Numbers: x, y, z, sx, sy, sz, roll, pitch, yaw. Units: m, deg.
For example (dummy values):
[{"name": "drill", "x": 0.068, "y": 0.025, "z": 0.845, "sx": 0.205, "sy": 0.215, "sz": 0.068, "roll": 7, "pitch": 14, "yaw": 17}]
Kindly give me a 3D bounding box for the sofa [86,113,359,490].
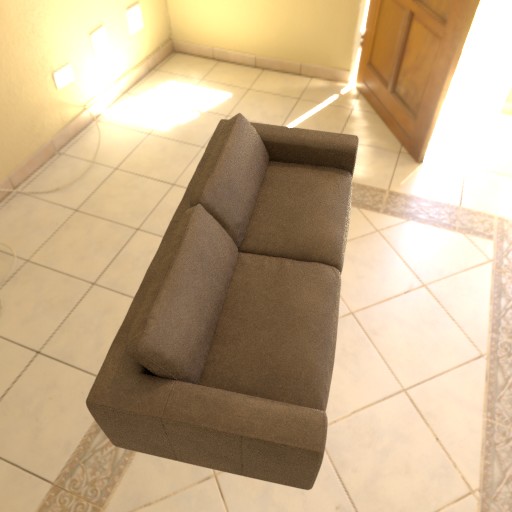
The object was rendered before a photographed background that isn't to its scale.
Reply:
[{"name": "sofa", "x": 0.000, "y": 0.000, "z": 2.675, "sx": 1.070, "sy": 0.801, "sz": 2.262, "roll": 9, "pitch": 50, "yaw": 8}]
